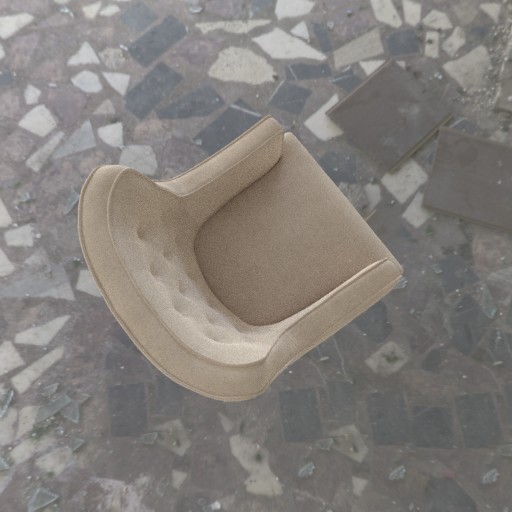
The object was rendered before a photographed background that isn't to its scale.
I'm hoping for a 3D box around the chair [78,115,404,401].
[{"bbox_3d":[0.000,0.000,1.632,0.910,0.920,0.781,-35,78,-8],"label":"chair"}]
